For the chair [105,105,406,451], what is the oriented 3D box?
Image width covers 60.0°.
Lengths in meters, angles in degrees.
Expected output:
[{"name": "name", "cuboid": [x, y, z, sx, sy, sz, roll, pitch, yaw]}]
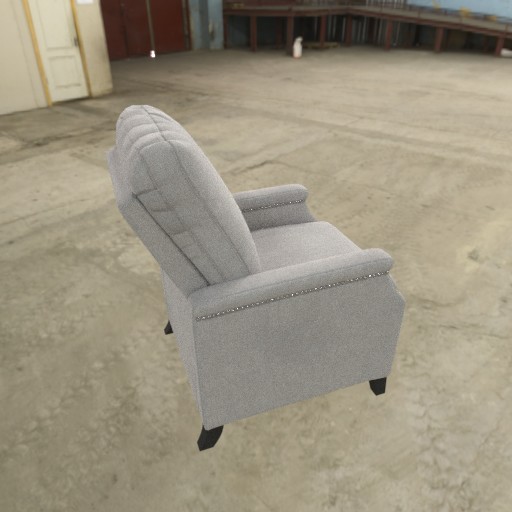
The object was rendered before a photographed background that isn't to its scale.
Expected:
[{"name": "chair", "cuboid": [0.000, 0.000, 1.637, 0.922, 1.049, 0.710, -11, 32, -17]}]
